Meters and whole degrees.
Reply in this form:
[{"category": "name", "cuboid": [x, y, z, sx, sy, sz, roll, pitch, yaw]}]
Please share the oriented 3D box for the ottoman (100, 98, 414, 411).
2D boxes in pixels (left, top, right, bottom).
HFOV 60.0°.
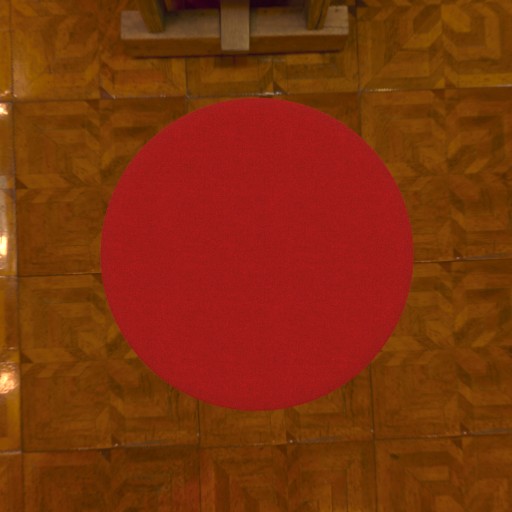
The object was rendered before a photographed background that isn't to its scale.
[{"category": "ottoman", "cuboid": [0.000, 0.000, 0.749, 0.400, 0.406, 0.400, 0, 89, -1]}]
